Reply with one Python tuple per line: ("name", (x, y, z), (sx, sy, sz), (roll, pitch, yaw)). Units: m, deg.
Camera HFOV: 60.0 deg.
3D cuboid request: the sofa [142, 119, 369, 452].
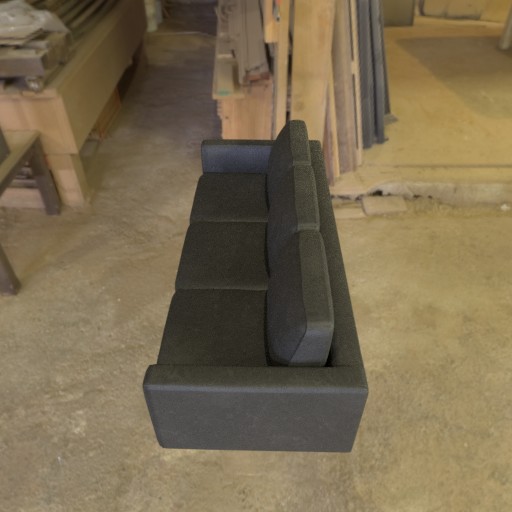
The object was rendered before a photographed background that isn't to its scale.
("sofa", (0.000, 0.000, 2.545), (0.879, 0.899, 2.029), (1, 41, 1))
